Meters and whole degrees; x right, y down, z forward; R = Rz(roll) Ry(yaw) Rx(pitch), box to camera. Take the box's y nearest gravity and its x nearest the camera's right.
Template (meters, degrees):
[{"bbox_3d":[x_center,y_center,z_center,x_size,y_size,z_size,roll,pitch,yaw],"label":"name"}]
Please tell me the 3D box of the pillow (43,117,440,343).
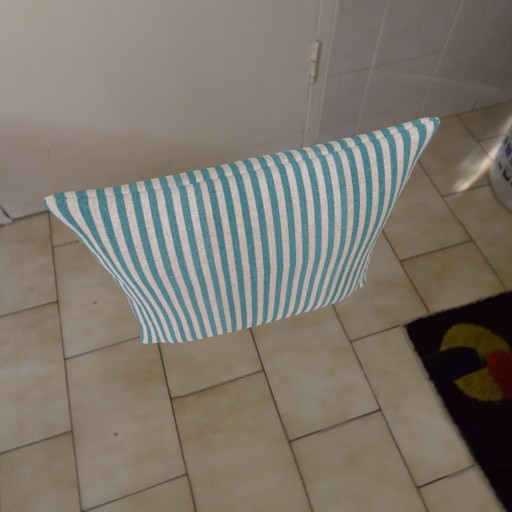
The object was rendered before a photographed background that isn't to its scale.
[{"bbox_3d":[0.000,0.000,0.776,0.523,0.510,0.166,-14,60,-8],"label":"pillow"}]
